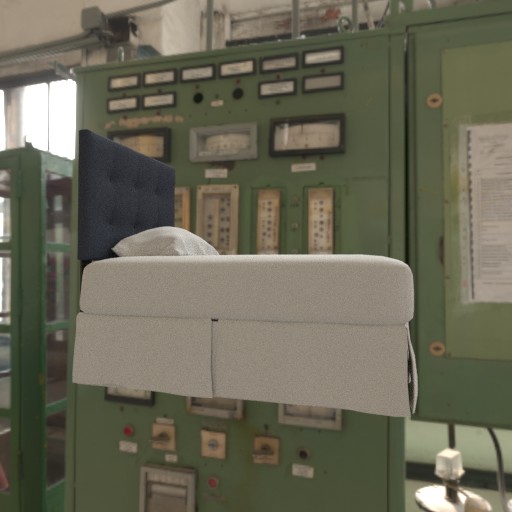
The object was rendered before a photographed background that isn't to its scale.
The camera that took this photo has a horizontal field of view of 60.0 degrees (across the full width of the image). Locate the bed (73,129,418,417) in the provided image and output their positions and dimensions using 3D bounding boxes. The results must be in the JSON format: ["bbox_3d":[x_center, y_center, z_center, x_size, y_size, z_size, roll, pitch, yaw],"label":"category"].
[{"bbox_3d":[0.000,0.000,2.971,1.997,1.571,1.261,0,-2,18],"label":"bed"}]
